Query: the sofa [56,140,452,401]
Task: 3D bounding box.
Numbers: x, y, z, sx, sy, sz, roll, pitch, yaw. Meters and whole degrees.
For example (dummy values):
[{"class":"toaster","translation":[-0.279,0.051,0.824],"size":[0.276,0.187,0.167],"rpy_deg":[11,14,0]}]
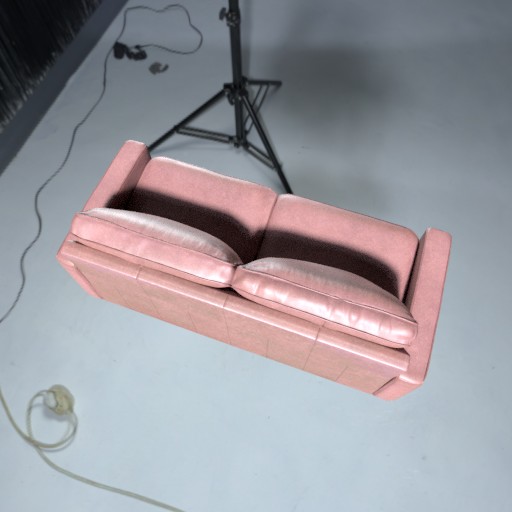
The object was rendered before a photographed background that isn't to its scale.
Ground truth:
[{"class":"sofa","translation":[0.000,0.000,2.601],"size":[2.080,0.919,0.940],"rpy_deg":[18,65,9]}]
